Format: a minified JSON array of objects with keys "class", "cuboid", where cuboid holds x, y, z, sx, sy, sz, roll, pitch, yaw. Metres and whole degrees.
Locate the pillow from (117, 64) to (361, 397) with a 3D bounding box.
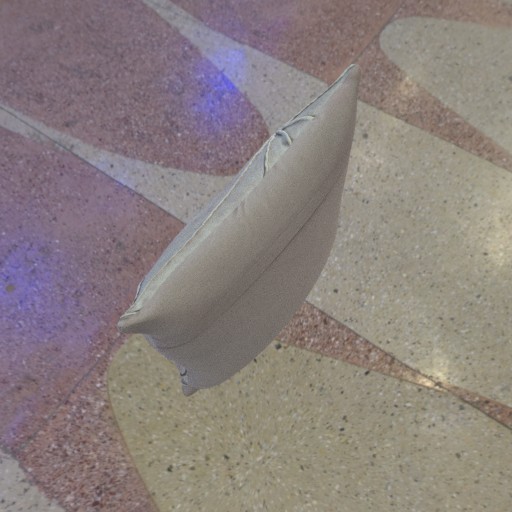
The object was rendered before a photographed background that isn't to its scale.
[{"class":"pillow","cuboid":[0.000,0.000,0.684,0.185,0.440,0.439,35,69,15]}]
